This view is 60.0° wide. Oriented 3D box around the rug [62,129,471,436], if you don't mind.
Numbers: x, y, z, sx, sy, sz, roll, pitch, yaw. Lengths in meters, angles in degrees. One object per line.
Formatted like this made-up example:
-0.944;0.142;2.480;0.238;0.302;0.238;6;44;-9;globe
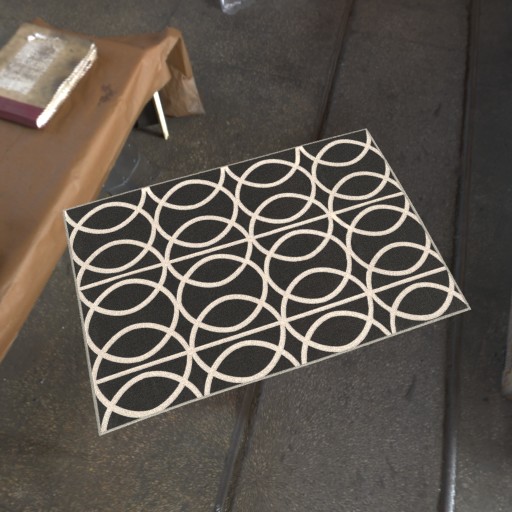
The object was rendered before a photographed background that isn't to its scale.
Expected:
0.000;0.000;2.876;2.294;0.014;1.528;-17;65;-8;rug
